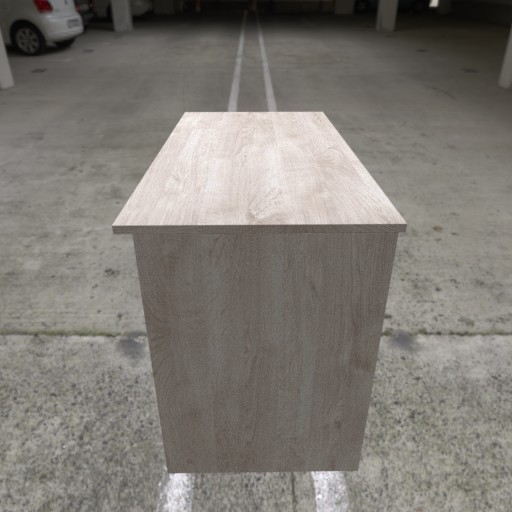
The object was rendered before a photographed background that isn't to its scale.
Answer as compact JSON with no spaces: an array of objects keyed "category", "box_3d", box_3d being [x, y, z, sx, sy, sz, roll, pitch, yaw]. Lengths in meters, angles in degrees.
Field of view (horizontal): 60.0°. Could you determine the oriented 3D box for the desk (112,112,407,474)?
[{"category":"desk","box_3d":[0.000,0.000,1.497,0.560,0.735,1.097,0,29,-1]}]
